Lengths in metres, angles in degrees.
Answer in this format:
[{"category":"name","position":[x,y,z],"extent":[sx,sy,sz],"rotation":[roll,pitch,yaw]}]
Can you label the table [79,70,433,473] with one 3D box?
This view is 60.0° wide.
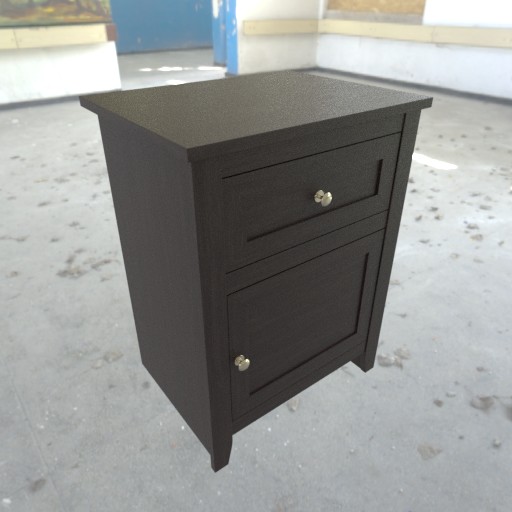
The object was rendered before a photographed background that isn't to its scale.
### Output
[{"category":"table","position":[0.000,0.000,0.922],"extent":[0.480,0.635,0.381],"rotation":[-21,37,-31]}]
